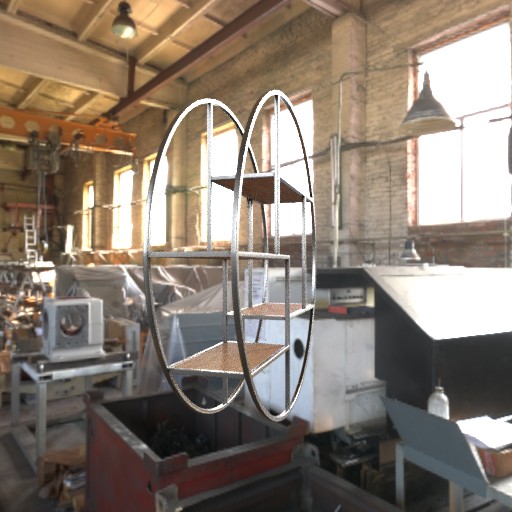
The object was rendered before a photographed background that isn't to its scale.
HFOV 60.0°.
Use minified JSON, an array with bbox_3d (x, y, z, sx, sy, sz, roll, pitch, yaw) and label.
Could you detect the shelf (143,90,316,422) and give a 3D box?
[{"bbox_3d":[0.000,0.000,1.287,0.202,0.888,0.888,0,-1,17],"label":"shelf"}]
